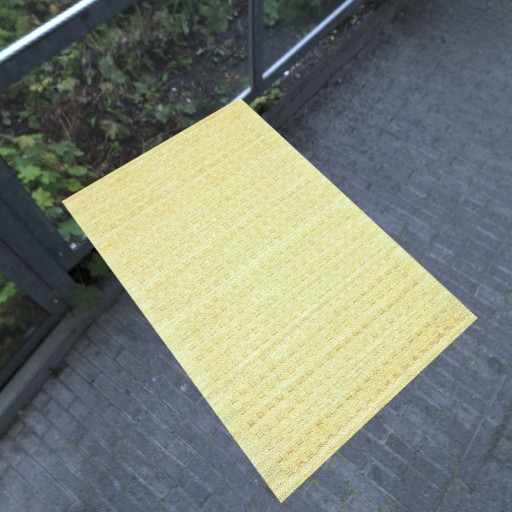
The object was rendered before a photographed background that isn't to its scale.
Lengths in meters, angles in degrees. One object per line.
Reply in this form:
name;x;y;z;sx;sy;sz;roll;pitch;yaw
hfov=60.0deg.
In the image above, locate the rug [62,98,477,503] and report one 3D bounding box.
rug;0.000;0.000;2.808;1.524;0.006;2.286;-36;68;-16
